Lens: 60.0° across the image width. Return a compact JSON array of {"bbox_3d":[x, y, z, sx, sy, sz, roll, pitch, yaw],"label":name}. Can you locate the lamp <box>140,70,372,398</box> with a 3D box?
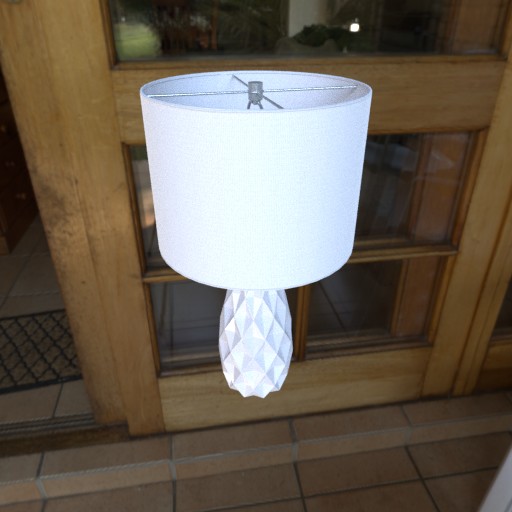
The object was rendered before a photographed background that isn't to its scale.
[{"bbox_3d":[0.000,0.000,0.708,0.297,0.522,0.297,0,30,0],"label":"lamp"}]
